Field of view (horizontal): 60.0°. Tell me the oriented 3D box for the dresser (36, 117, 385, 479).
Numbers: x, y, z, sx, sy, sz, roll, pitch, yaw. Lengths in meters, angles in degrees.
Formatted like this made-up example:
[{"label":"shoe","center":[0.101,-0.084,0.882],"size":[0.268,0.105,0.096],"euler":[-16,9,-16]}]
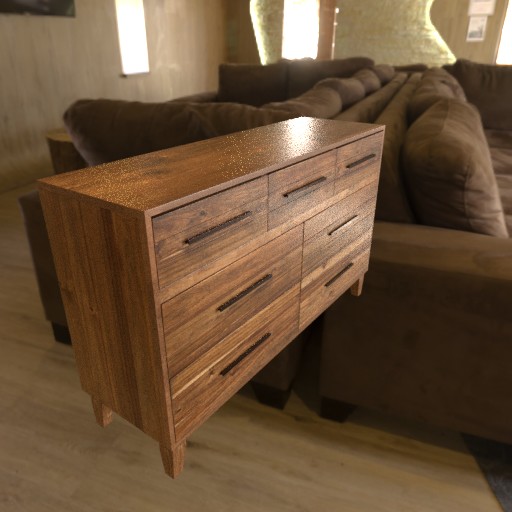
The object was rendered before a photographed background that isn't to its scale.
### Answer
[{"label":"dresser","center":[0.000,0.000,1.771],"size":[0.446,0.873,1.400],"euler":[17,31,32]}]
